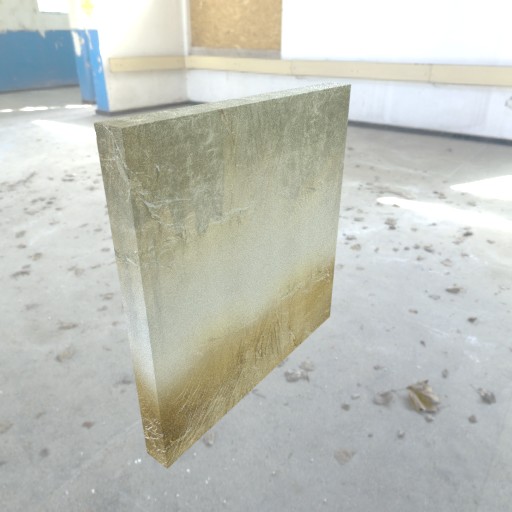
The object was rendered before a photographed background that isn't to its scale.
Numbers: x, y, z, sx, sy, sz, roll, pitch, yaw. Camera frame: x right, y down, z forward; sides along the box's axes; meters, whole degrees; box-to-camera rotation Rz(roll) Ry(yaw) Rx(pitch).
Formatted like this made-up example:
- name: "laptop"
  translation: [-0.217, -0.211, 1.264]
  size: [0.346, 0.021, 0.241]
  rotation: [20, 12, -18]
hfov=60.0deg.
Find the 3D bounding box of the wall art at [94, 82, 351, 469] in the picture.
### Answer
- name: "wall art"
  translation: [0.000, 0.000, 0.602]
  size: [0.038, 0.407, 0.405]
  rotation: [19, 33, 33]
